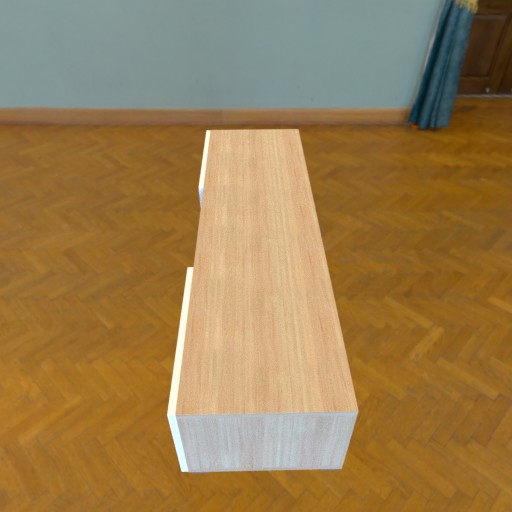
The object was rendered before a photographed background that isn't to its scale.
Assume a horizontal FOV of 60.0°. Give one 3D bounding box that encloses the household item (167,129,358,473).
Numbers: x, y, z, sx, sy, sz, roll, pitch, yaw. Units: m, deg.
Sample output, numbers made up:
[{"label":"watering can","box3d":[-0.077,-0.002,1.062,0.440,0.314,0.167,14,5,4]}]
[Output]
[{"label":"household item","box3d":[0.000,0.000,1.599,0.420,0.310,1.400,-1,41,-1]}]
